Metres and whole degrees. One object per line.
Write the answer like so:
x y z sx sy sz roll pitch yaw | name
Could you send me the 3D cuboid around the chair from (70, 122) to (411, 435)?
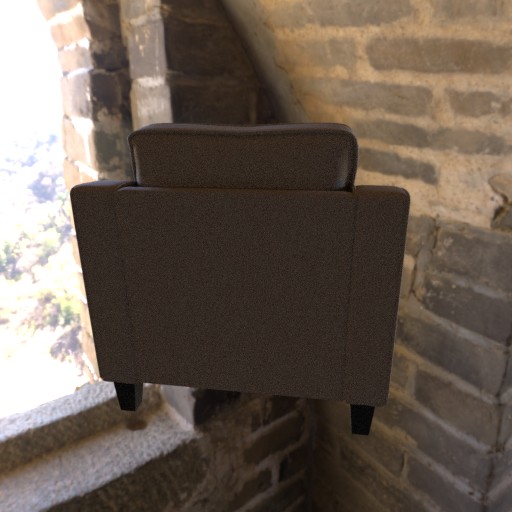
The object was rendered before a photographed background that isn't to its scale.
0.000 0.000 1.660 0.922 0.948 0.882 3 16 9 | chair
